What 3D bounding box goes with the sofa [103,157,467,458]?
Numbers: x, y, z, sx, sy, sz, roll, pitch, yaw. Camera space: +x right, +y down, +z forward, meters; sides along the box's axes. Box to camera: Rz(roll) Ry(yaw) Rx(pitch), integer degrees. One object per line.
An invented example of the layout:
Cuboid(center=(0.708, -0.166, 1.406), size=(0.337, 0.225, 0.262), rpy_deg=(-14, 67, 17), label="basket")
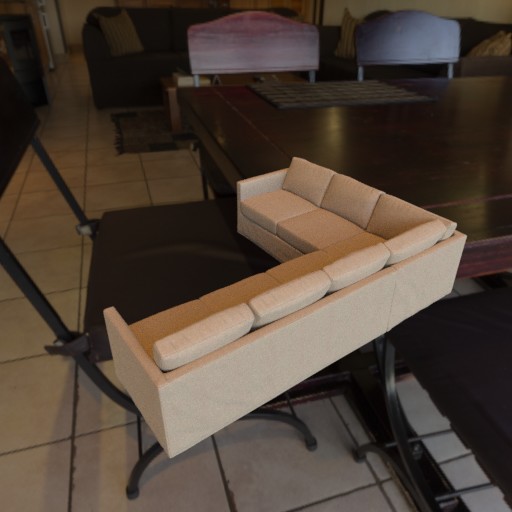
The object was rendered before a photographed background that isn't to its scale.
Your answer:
Cuboid(center=(0.000, 0.000, 4.322), size=(3.182, 0.871, 2.432), rpy_deg=(-21, 37, -30), label="sofa")
